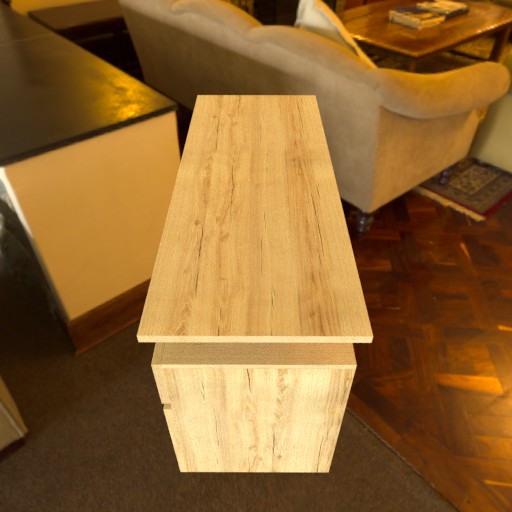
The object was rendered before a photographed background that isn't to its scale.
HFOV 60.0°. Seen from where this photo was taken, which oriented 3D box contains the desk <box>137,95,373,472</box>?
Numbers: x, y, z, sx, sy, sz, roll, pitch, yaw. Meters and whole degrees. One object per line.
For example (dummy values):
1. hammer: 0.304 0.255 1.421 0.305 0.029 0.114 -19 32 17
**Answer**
1. desk: 0.000 0.000 1.805 0.550 0.760 1.400 0 42 0
